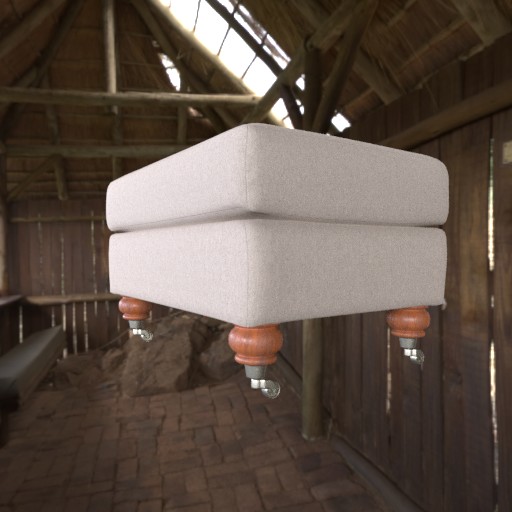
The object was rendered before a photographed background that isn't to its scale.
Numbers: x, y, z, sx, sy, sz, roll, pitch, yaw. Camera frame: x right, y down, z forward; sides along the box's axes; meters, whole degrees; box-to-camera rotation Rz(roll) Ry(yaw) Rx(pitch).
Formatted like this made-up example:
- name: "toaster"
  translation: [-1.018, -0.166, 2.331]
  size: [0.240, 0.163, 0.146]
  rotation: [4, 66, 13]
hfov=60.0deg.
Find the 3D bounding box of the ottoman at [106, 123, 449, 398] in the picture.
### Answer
- name: "ottoman"
  translation: [0.000, 0.000, 1.143]
  size: [0.574, 0.497, 0.773]
  rotation: [0, 1, -35]
